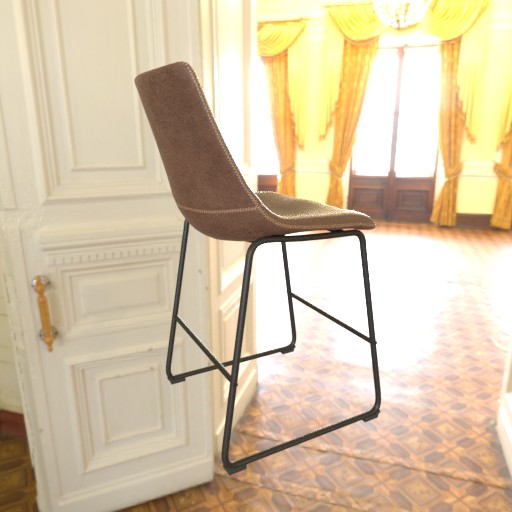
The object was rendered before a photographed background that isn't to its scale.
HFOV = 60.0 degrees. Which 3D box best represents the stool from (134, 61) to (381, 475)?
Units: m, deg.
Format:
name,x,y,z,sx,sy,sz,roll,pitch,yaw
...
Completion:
name,x,y,z,sx,sy,sz,roll,pitch,yaw
stool,0.000,0.000,1.183,0.550,0.890,0.460,-8,18,-27
